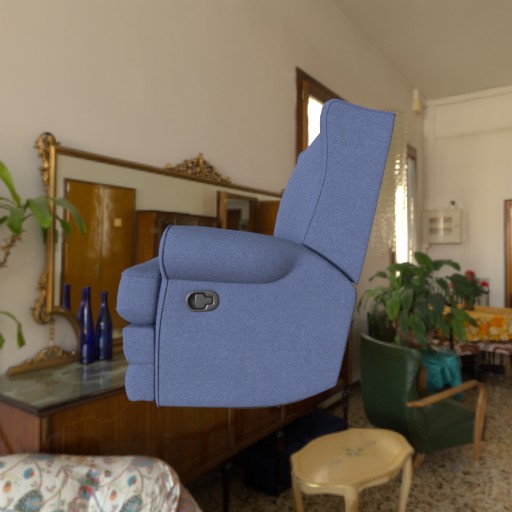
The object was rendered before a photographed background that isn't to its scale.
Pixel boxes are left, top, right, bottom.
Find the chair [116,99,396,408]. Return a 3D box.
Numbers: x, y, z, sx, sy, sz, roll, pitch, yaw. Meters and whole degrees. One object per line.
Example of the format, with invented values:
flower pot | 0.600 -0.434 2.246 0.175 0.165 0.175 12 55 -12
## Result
chair | 0.000 0.000 1.742 0.877 1.020 0.971 0 0 -1
